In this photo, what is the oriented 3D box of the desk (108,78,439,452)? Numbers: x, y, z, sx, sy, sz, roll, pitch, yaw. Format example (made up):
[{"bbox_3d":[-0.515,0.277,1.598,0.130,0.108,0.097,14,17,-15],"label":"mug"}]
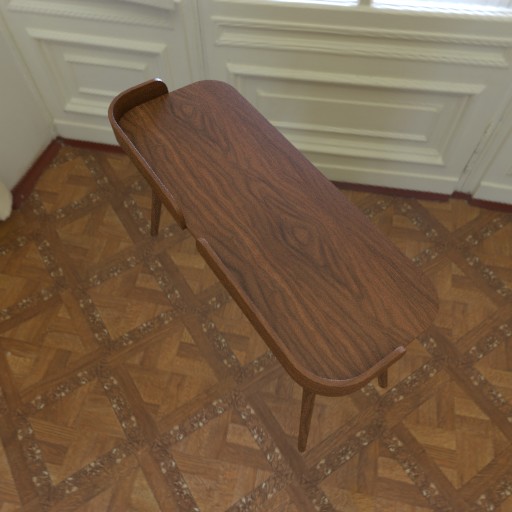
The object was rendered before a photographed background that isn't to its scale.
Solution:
[{"bbox_3d":[0.000,0.000,1.675,0.486,0.800,1.256,-30,63,-17],"label":"desk"}]
